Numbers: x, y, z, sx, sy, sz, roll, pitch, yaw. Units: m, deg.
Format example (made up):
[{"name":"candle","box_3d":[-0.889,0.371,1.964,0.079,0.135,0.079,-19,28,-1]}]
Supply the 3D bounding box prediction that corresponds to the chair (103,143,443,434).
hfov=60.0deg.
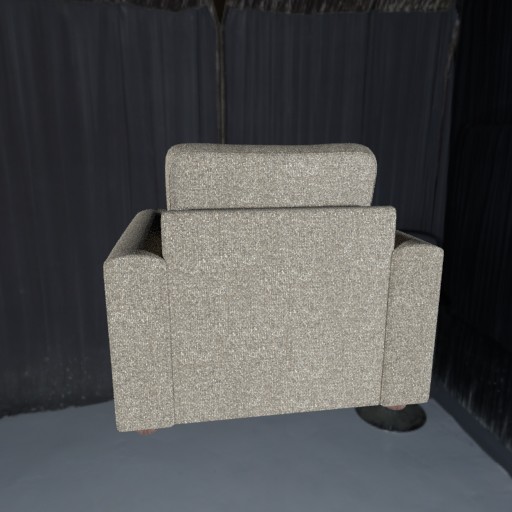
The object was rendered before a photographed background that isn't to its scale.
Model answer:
[{"name":"chair","box_3d":[0.000,0.000,1.777,1.005,0.873,1.016,-2,14,-9]}]
